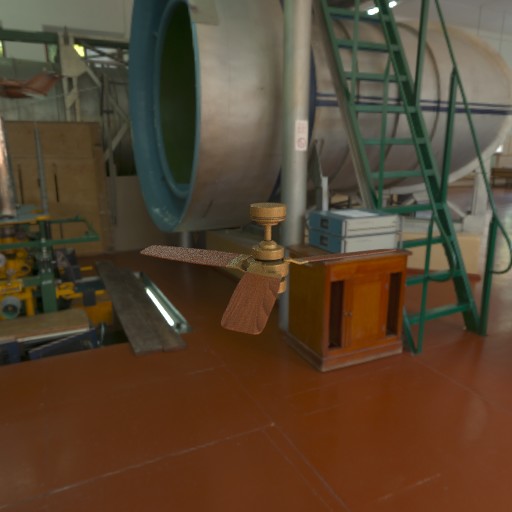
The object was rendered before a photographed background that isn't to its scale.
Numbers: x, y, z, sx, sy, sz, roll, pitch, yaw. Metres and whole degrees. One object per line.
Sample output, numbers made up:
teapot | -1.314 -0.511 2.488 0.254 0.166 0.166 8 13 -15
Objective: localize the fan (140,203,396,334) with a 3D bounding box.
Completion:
fan | 0.000 0.000 2.013 1.416 0.425 1.271 2 14 8
